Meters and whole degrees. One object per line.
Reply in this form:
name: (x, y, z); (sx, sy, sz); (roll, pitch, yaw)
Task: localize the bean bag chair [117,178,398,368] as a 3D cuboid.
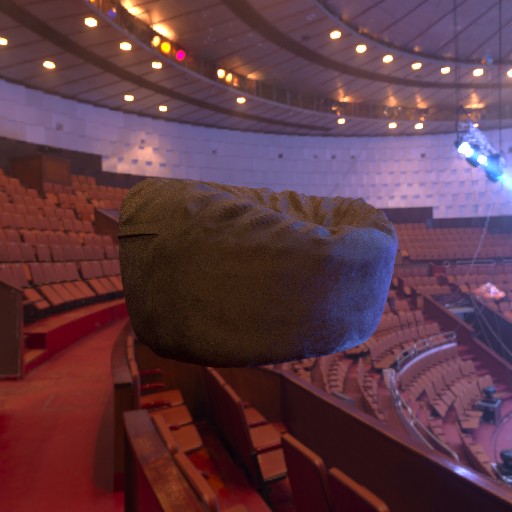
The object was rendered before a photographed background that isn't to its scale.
bean bag chair: (0.000, 0.000, 2.103); (1.245, 0.821, 1.245); (0, 0, 0)
